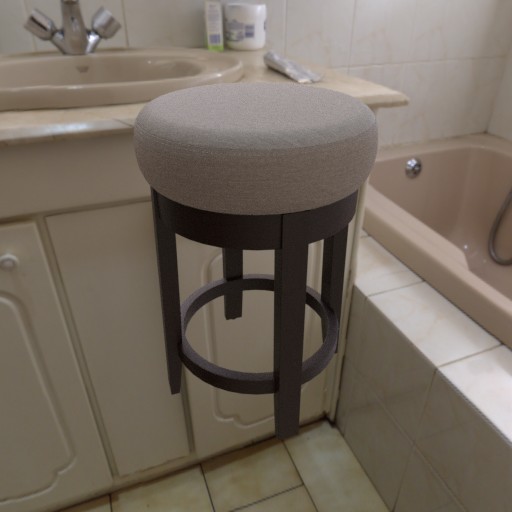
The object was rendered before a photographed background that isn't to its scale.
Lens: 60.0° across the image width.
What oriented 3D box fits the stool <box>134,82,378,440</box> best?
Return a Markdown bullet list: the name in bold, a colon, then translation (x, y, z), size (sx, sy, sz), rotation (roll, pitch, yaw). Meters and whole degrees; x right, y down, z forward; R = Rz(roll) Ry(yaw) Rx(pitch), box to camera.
- **stool**: translation (0.000, 0.000, 0.963), size (0.443, 0.672, 0.443), rotation (0, 32, 0)
